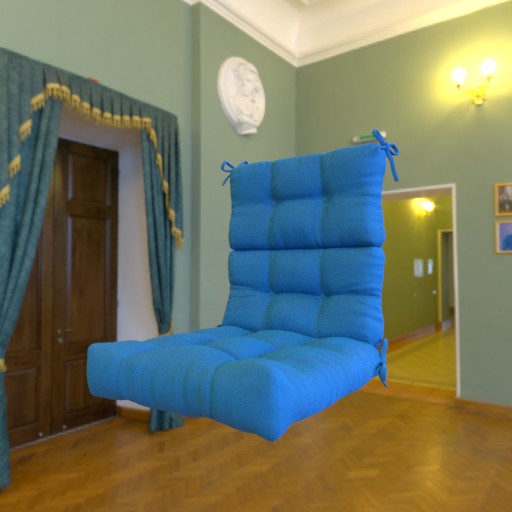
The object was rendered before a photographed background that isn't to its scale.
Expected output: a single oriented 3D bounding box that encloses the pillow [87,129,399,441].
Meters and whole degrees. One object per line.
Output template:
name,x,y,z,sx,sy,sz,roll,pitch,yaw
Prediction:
pillow,0.000,0.000,1.003,0.519,0.605,0.571,-1,-2,35
